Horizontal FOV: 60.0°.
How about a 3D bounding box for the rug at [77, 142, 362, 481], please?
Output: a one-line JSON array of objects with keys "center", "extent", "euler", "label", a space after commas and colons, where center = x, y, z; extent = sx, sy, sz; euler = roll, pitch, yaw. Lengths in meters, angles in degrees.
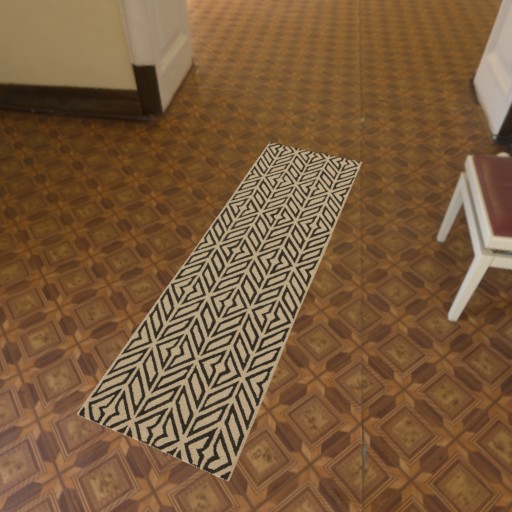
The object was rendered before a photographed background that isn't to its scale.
[{"center": [0.000, 0.000, 2.675], "extent": [0.750, 0.009, 2.435], "euler": [16, 48, 15], "label": "rug"}]
